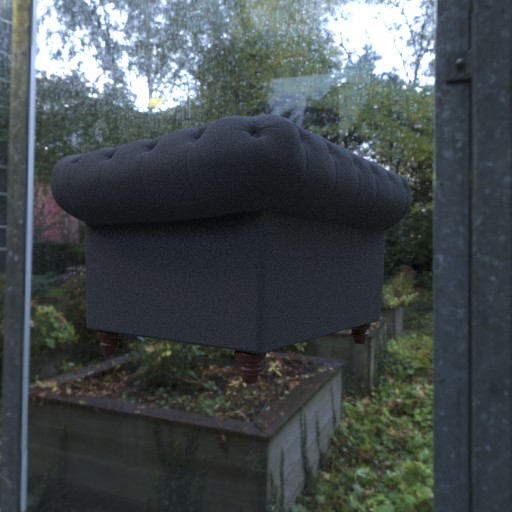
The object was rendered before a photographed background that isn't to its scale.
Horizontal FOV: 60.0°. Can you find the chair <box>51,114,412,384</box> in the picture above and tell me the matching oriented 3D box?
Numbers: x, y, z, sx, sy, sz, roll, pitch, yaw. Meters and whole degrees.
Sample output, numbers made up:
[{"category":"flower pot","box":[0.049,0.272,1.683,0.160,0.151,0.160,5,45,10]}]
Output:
[{"category":"chair","box":[0.000,0.000,1.813,0.976,0.770,1.270,-1,-1,36]}]
